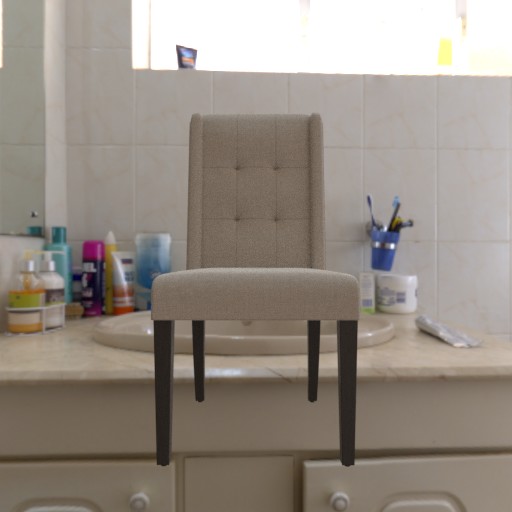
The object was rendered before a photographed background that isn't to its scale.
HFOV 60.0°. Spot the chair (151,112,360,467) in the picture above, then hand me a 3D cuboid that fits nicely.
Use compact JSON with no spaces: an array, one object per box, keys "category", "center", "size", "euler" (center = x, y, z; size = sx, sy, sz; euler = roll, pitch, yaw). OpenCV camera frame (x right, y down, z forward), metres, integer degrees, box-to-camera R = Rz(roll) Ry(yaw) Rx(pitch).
[{"category":"chair","center":[0.000,0.000,1.254],"size":[0.474,0.961,0.523],"euler":[0,0,0]}]
